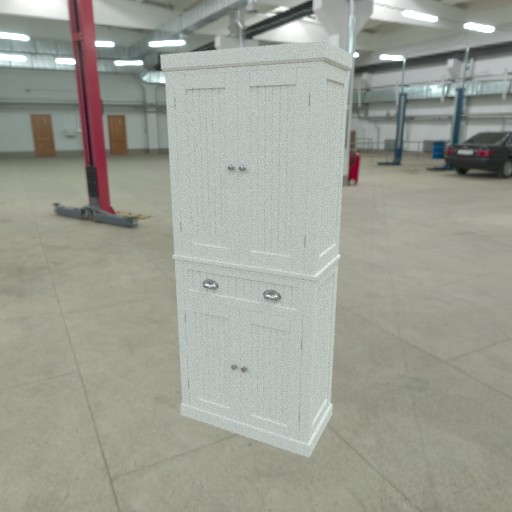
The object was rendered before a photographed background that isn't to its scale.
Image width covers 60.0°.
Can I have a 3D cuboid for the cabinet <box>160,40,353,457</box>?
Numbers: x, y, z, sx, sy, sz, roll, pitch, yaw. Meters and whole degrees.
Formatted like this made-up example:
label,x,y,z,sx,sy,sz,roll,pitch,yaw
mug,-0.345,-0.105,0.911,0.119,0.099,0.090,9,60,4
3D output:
label,x,y,z,sx,sy,sz,roll,pitch,yaw
cabinet,0.000,0.000,2.189,0.754,1.829,0.390,8,18,25
